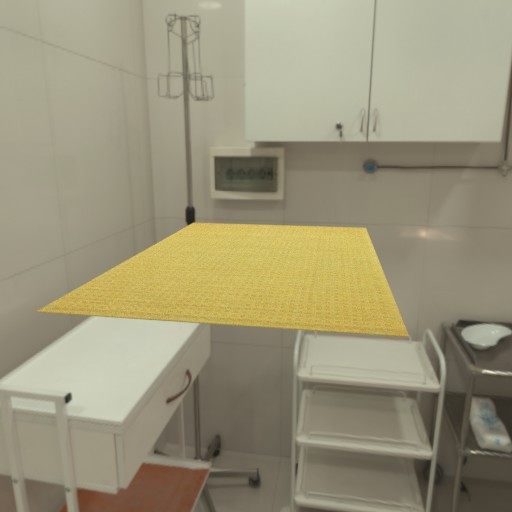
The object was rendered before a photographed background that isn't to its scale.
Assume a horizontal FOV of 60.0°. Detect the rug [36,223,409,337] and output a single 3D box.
[{"bbox_3d":[0.000,0.000,3.679,1.981,0.006,2.895,2,14,9],"label":"rug"}]
